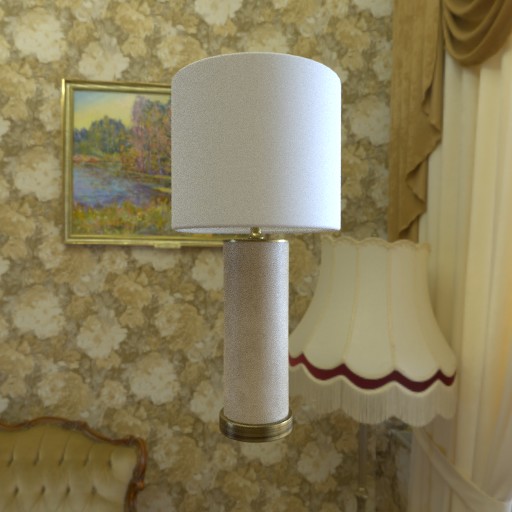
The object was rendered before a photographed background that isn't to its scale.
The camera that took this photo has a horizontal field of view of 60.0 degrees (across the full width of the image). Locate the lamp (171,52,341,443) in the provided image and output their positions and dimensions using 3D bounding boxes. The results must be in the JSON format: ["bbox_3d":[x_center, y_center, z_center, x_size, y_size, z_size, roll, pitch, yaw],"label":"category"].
[{"bbox_3d":[0.000,0.000,0.816,0.305,0.634,0.305,1,1,37],"label":"lamp"}]
